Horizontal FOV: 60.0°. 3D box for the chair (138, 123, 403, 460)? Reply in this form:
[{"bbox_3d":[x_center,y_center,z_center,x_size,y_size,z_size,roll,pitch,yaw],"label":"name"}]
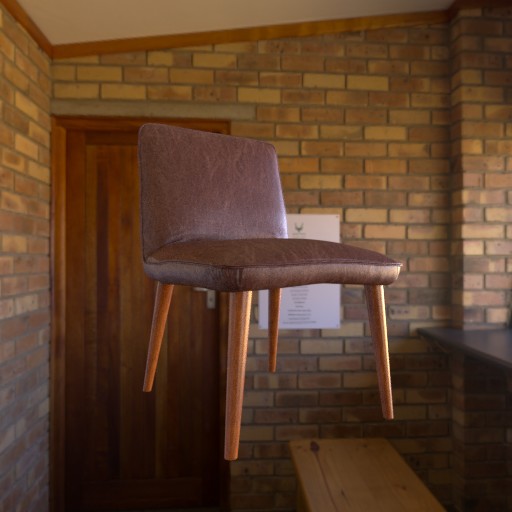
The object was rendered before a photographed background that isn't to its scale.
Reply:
[{"bbox_3d":[0.000,0.000,1.208,0.543,0.803,0.645,0,0,-36],"label":"chair"}]
